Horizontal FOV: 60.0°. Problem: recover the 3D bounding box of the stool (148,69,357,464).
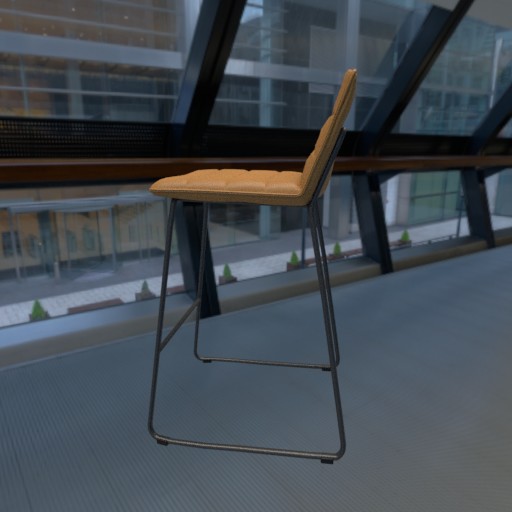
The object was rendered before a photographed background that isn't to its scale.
[{"bbox_3d":[0.000,0.000,1.257,0.524,0.936,0.489,2,15,8],"label":"stool"}]
